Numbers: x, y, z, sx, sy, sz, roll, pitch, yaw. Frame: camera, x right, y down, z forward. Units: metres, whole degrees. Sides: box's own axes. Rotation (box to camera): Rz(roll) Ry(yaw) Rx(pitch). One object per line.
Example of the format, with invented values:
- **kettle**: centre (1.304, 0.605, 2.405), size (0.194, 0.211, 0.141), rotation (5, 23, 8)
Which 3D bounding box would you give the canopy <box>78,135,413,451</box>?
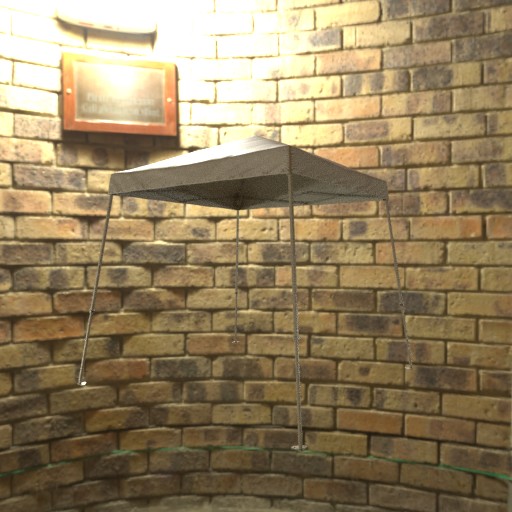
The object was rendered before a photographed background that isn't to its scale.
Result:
- **canopy**: centre (0.000, 0.000, 6.635), size (3.600, 3.600, 3.599), rotation (1, 1, 35)
